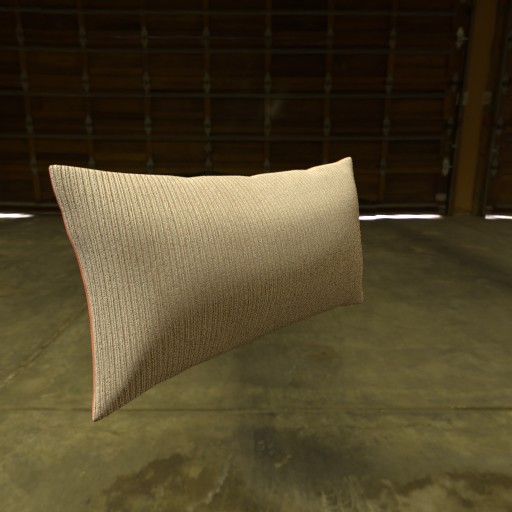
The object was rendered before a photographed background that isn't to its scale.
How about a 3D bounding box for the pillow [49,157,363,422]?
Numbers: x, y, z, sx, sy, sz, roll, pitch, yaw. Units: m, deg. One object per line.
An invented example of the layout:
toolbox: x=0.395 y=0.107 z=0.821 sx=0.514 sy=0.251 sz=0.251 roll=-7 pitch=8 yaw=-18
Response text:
pillow: x=0.000 y=0.000 z=0.726 sx=0.155 sy=0.307 sz=0.608 roll=13 pitch=19 yaw=43
